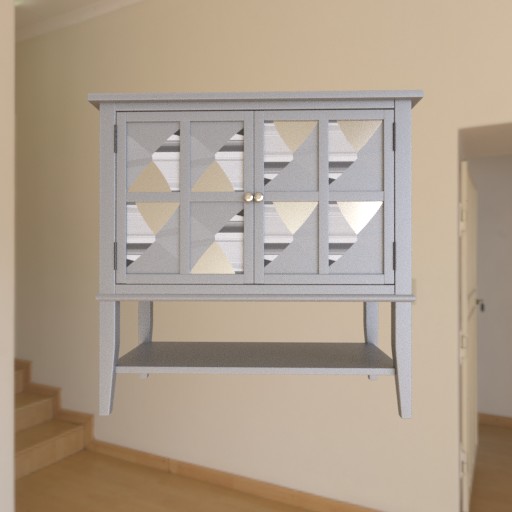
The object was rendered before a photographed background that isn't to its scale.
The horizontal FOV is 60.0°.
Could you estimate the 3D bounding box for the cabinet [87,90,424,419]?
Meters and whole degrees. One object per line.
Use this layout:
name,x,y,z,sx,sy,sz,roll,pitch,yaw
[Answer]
cabinet,0.000,0.000,1.249,0.801,0.780,0.396,0,0,2
